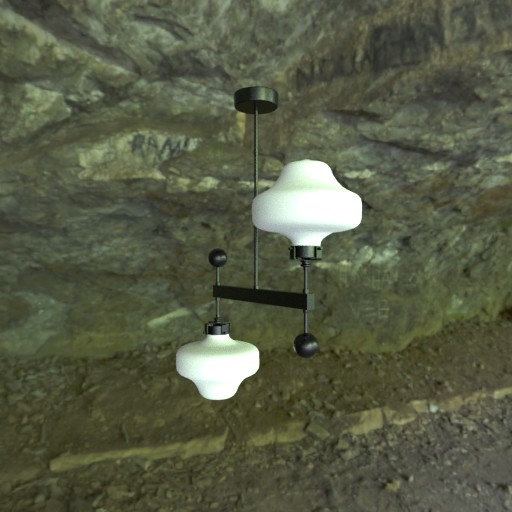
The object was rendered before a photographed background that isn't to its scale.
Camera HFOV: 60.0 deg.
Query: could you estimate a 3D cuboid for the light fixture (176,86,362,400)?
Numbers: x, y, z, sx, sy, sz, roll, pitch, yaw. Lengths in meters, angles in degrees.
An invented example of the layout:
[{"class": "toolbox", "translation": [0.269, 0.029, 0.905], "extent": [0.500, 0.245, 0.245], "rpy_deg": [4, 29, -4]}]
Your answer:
[{"class": "light fixture", "translation": [0.000, 0.000, 1.019], "extent": [0.489, 0.743, 0.422], "rpy_deg": [0, 0, 17]}]
